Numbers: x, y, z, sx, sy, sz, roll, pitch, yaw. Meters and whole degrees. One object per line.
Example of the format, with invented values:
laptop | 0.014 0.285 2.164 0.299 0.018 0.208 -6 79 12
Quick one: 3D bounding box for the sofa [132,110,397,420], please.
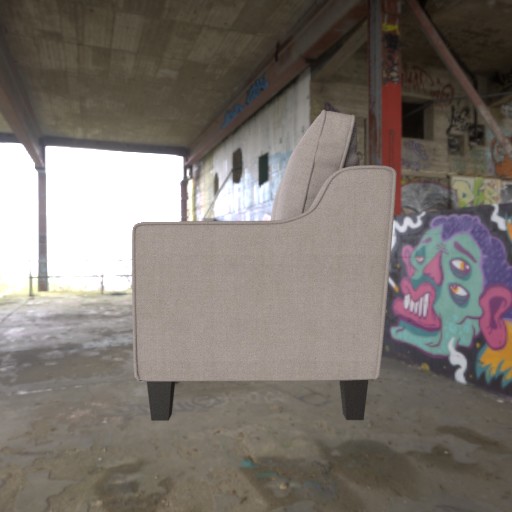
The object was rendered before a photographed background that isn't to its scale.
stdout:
sofa | 0.000 0.000 1.997 0.791 0.948 1.500 0 0 0
